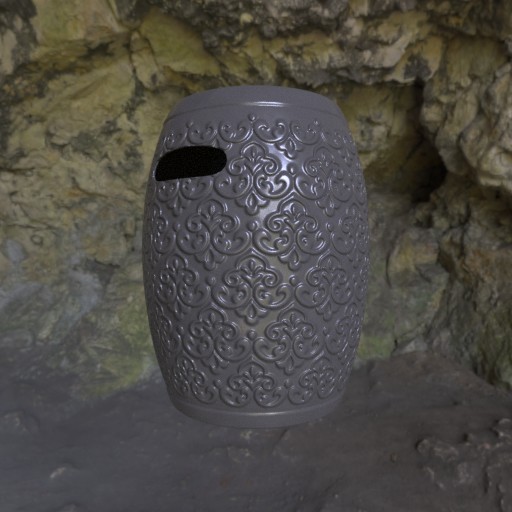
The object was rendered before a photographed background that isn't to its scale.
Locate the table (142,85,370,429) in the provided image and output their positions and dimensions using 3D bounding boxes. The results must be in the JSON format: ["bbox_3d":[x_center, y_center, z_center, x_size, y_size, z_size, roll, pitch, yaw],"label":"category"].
[{"bbox_3d":[0.000,0.000,0.621,0.309,0.397,0.309,0,2,0],"label":"table"}]
